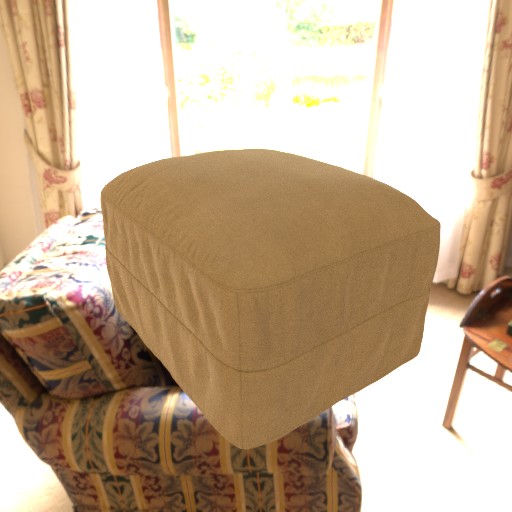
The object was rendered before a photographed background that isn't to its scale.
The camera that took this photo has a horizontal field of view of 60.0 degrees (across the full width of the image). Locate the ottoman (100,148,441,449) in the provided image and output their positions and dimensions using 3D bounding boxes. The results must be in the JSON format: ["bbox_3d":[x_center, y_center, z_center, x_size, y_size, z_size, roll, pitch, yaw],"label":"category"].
[{"bbox_3d":[0.000,0.000,1.117,0.584,0.480,0.712,-18,31,-32],"label":"ottoman"}]
